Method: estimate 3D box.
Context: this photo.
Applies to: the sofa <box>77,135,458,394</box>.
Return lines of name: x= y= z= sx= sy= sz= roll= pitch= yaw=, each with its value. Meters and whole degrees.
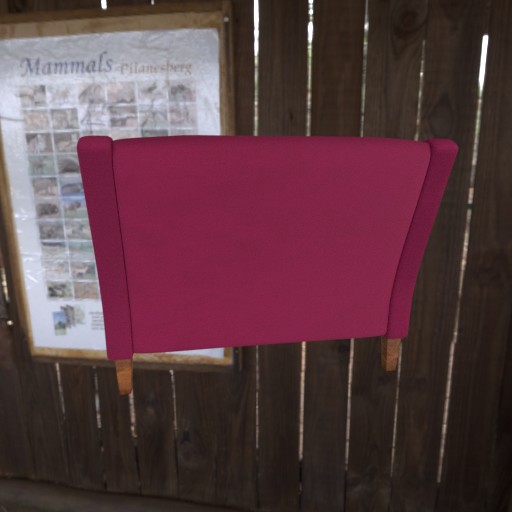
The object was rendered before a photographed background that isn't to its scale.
sofa: x=0.000 y=0.000 z=1.938 sx=1.242 sy=0.976 sz=0.946 roll=-2 pitch=13 yaw=-10
